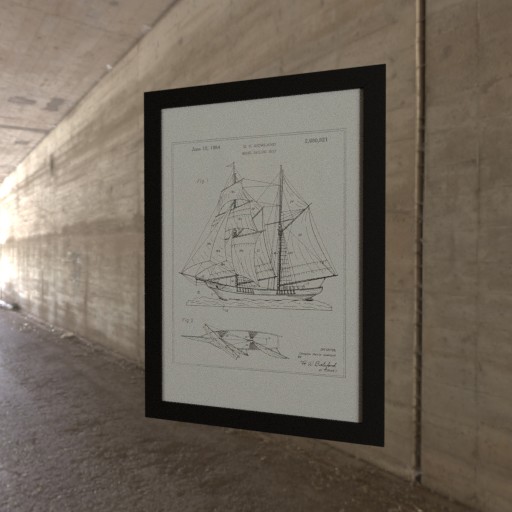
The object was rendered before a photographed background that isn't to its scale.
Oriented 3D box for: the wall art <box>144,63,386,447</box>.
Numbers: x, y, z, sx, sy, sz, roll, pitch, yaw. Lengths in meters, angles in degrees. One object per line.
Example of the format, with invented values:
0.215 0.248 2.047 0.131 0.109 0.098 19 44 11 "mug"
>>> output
0.000 0.000 0.583 0.326 0.459 0.011 0 1 17 "wall art"
